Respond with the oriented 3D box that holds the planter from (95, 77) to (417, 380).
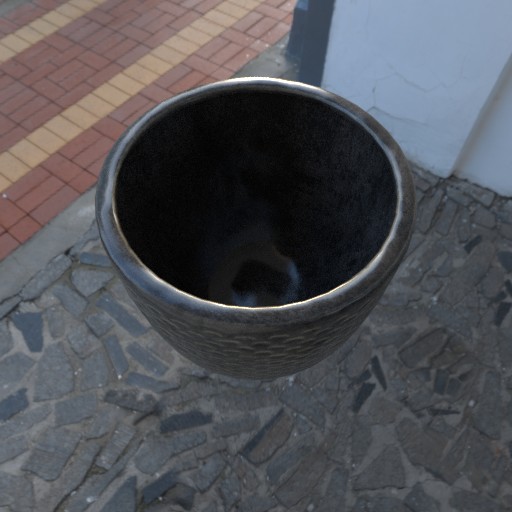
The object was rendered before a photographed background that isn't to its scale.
[{"bbox_3d":[0.000,0.000,0.304,0.172,0.160,0.172,0,59,0],"label":"planter"}]
